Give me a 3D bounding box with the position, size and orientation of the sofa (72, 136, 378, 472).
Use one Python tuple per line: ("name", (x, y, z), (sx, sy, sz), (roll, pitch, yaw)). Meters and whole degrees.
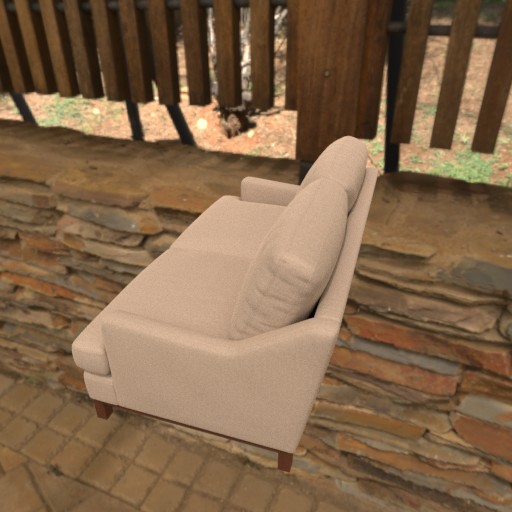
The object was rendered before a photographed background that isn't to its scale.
("sofa", (0.000, 0.000, 2.192), (1.004, 0.910, 1.619), (9, 31, 15))
